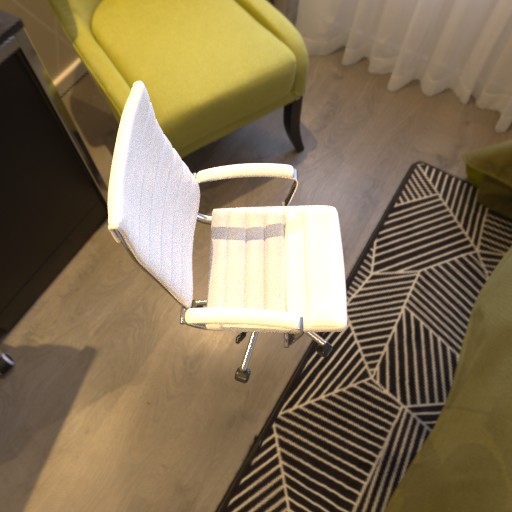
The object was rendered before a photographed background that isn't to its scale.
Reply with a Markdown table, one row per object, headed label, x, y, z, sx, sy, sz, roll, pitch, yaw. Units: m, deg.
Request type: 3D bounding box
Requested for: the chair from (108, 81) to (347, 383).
| label | x | y | z | sx | sy | sz | roll | pitch | yaw |
| --- | --- | --- | --- | --- | --- | --- | --- | --- | --- |
| chair | 0.000 | 0.000 | 1.544 | 0.679 | 1.149 | 0.679 | 0 | 64 | 0 |
